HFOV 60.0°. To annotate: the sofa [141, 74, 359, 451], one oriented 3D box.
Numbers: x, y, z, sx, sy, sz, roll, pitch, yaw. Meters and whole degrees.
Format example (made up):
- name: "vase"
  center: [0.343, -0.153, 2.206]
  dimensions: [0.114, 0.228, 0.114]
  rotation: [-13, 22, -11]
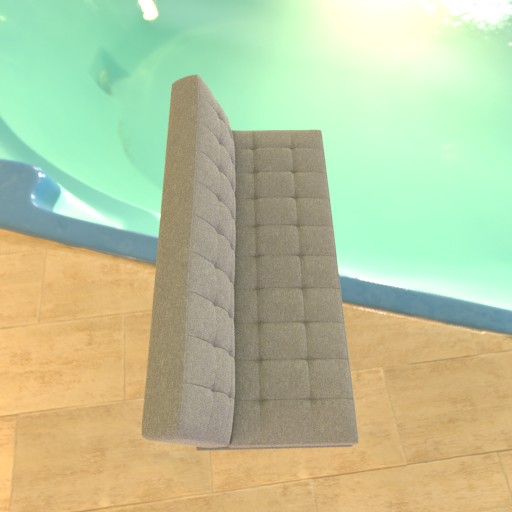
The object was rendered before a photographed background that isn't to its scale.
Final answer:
- name: "sofa"
  center: [0.000, 0.000, 2.277]
  dimensions: [0.860, 0.810, 1.800]
  rotation: [-1, 63, -1]
